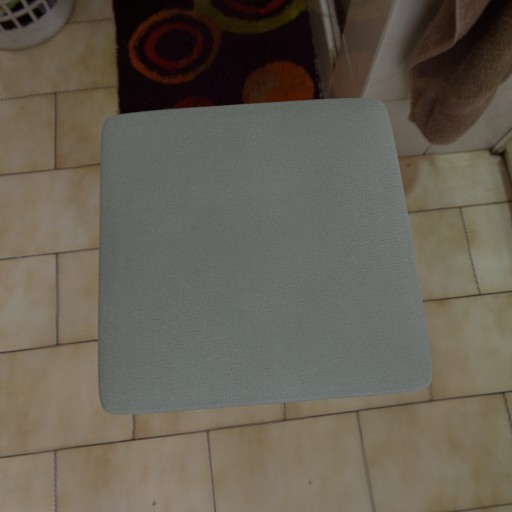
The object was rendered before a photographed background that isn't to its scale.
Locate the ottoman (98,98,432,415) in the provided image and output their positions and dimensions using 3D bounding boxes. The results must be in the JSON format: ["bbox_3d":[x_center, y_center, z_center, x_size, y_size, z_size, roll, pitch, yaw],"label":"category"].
[{"bbox_3d":[0.000,0.000,1.339,0.843,0.441,0.842,-4,76,-1],"label":"ottoman"}]
